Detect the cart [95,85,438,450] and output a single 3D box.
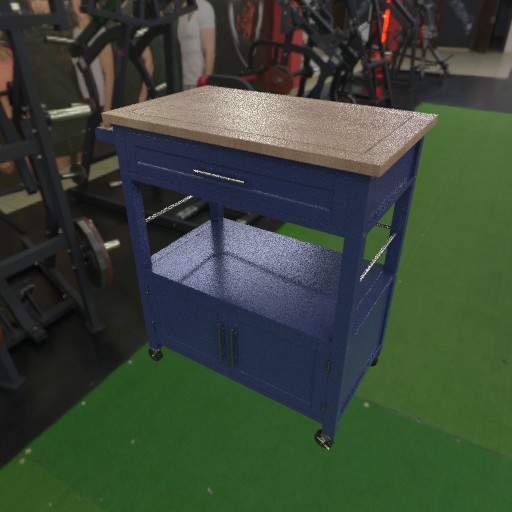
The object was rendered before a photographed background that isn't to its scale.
[{"bbox_3d":[0.000,0.000,1.420,0.840,0.901,0.459,18,36,27],"label":"cart"}]
